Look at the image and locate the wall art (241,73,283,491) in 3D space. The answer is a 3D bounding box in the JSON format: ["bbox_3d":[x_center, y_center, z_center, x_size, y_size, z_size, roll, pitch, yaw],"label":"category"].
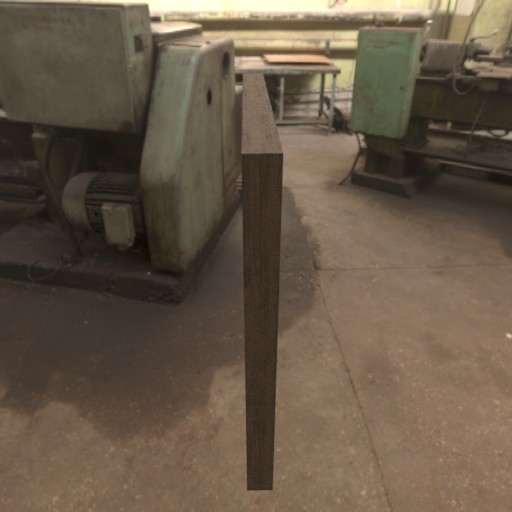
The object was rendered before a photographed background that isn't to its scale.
[{"bbox_3d":[0.000,0.000,0.749,0.038,0.508,0.508,-1,30,-1],"label":"wall art"}]
